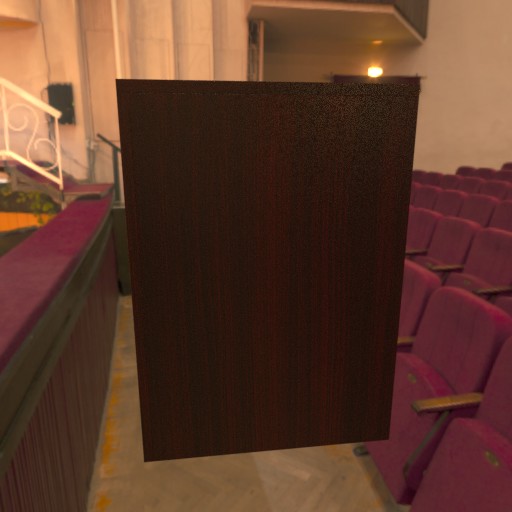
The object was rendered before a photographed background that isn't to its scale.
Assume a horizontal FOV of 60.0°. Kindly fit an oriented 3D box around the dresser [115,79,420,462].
[{"bbox_3d":[0.000,0.000,0.817,0.400,0.560,0.360,-2,15,-7],"label":"dresser"}]
